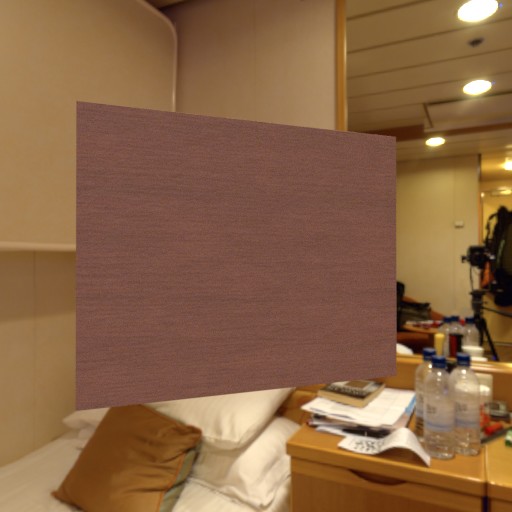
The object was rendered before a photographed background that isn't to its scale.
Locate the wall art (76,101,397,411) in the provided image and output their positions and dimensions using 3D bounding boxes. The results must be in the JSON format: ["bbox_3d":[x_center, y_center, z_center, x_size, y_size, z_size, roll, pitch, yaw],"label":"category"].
[{"bbox_3d":[0.000,0.000,0.675,0.508,0.408,0.010,0,0,-20],"label":"wall art"}]
